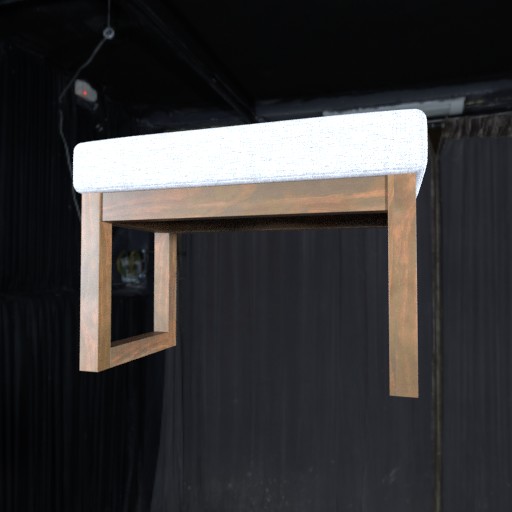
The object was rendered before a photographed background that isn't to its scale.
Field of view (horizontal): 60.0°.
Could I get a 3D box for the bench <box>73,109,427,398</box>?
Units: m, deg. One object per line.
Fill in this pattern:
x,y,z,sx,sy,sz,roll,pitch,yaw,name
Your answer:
0.000,0.000,0.965,0.681,0.467,0.366,-1,-2,17,bench
